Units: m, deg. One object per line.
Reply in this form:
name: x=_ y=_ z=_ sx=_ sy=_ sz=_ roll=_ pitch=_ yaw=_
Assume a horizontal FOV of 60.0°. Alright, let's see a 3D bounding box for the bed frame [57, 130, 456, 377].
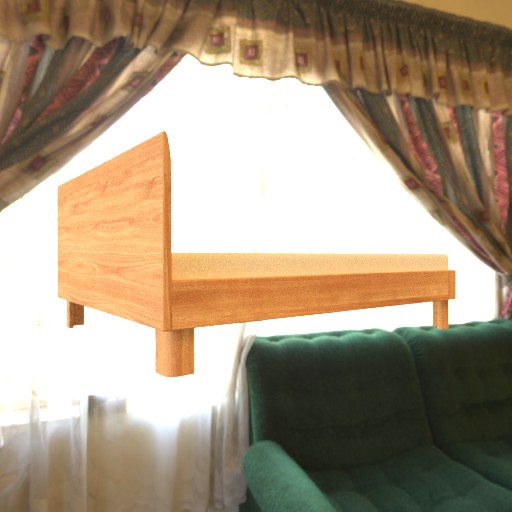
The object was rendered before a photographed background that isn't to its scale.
bed frame: x=0.000 y=0.000 z=2.933 sx=2.092 sy=0.940 sz=1.660 roll=0 pitch=0 yaw=-37
